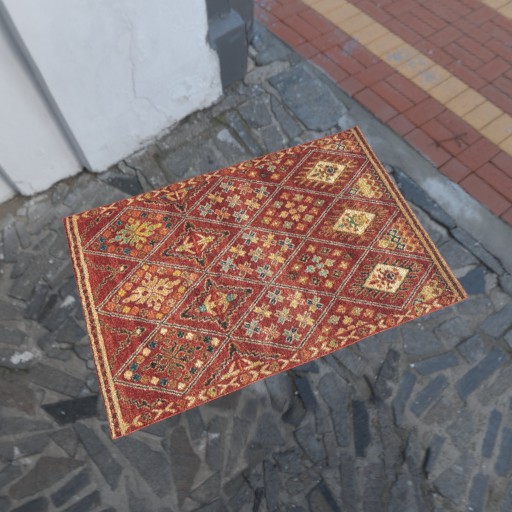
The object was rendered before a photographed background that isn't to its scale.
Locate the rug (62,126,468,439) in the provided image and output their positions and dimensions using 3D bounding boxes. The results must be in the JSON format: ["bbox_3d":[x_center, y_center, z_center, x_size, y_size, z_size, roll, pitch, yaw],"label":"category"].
[{"bbox_3d":[0.000,0.000,2.918,2.286,0.026,1.521,-19,65,-10],"label":"rug"}]
